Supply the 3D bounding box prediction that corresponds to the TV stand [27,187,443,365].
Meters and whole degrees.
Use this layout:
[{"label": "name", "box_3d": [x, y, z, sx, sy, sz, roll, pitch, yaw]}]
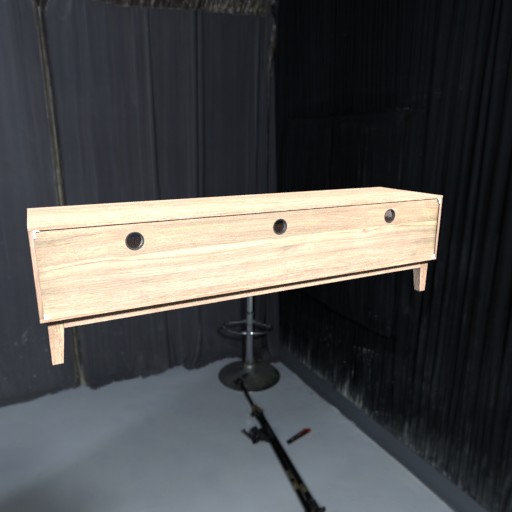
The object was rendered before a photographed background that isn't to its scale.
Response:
[{"label": "TV stand", "box_3d": [0.000, 0.000, 1.657, 1.482, 0.409, 0.366, -7, 16, -26]}]
